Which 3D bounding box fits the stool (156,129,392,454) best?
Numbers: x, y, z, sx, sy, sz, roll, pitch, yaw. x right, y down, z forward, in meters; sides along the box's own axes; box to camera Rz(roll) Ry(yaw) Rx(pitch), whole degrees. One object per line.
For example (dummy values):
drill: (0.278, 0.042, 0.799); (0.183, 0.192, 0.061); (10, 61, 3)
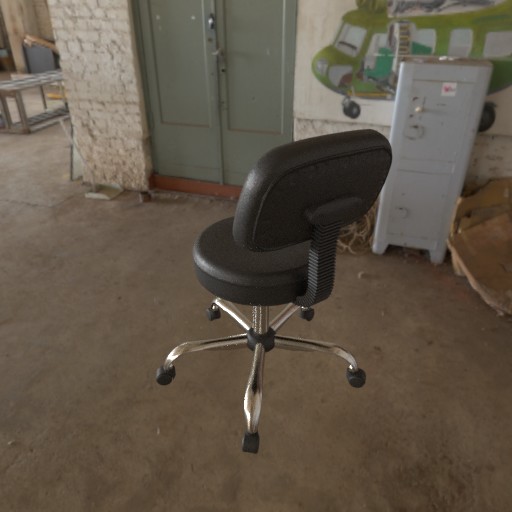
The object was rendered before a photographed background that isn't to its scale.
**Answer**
stool: (0.000, 0.000, 1.355); (0.673, 0.862, 0.648); (-19, 35, -30)
